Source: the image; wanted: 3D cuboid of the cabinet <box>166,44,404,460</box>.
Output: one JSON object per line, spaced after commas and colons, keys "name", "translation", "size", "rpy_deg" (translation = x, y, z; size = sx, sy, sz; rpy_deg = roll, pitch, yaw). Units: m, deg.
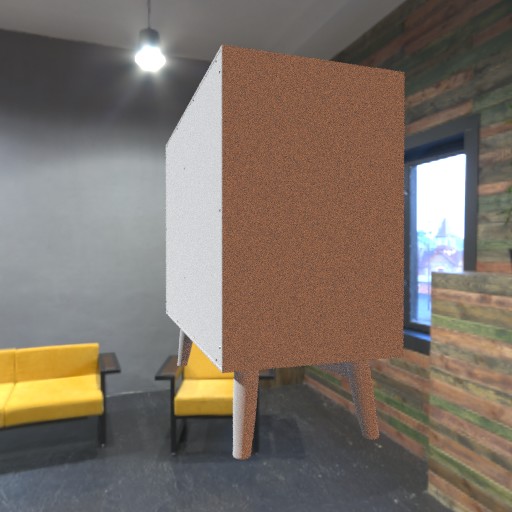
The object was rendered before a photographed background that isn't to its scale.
{"name": "cabinet", "translation": [0.000, 0.000, 1.232], "size": [0.398, 0.761, 0.800], "rpy_deg": [0, 1, -19]}
